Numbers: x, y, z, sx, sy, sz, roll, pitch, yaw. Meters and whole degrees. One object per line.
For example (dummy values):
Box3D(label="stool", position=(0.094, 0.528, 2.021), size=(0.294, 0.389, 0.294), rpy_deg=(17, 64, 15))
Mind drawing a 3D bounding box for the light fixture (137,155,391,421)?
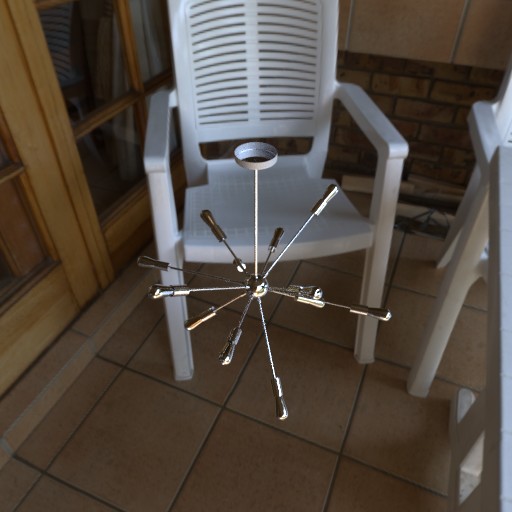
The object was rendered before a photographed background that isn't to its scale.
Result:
Box3D(label="light fixture", position=(0.000, 0.000, 1.079), size=(0.684, 0.558, 0.509), rpy_deg=(12, 43, 13))
